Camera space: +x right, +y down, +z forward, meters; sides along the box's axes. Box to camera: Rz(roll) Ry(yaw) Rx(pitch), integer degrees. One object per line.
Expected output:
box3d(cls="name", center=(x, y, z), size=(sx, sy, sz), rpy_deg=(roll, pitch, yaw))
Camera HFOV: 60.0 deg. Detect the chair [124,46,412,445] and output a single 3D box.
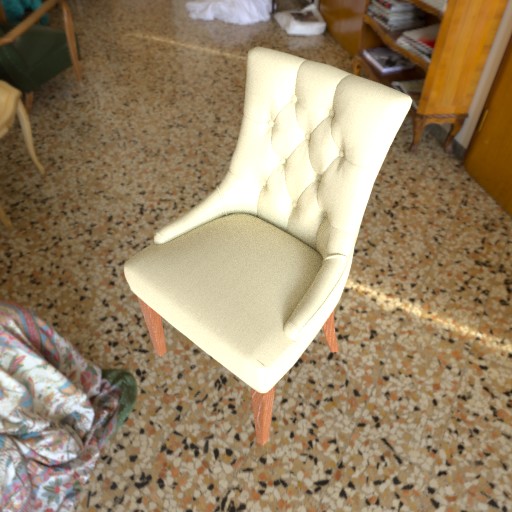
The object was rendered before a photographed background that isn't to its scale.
box3d(cls="chair", center=(0.000, 0.000, 1.203), size=(0.509, 0.874, 0.565), rpy_deg=(32, 53, 27))
